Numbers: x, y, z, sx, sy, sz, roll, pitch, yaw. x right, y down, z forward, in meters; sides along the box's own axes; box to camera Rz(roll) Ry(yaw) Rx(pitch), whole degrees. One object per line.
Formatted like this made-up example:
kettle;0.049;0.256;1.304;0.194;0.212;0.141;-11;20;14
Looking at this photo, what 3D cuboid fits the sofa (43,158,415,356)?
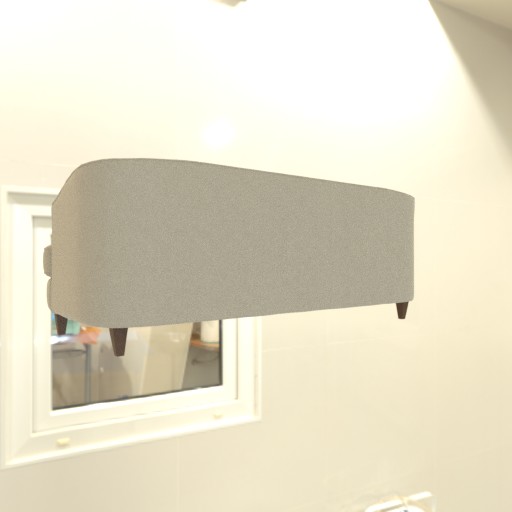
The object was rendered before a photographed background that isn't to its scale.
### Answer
sofa;0.000;0.000;2.743;2.278;0.855;0.941;0;0;-36
